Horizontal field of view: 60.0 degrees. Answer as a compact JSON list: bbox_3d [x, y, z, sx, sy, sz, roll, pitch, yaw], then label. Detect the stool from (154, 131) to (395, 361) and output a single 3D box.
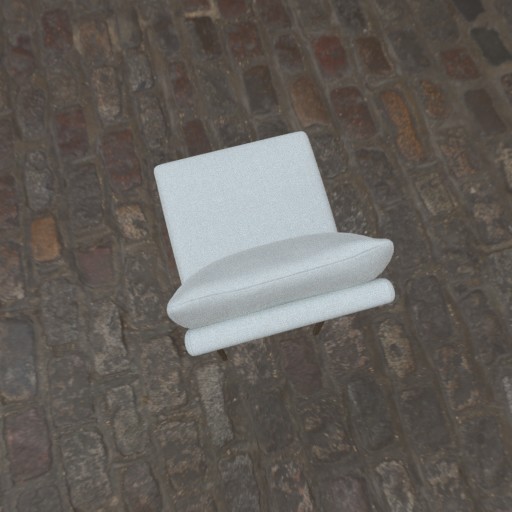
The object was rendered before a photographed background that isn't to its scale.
[{"bbox_3d":[0.000,0.000,1.407,0.463,1.125,0.572,-15,76,-4],"label":"stool"}]
